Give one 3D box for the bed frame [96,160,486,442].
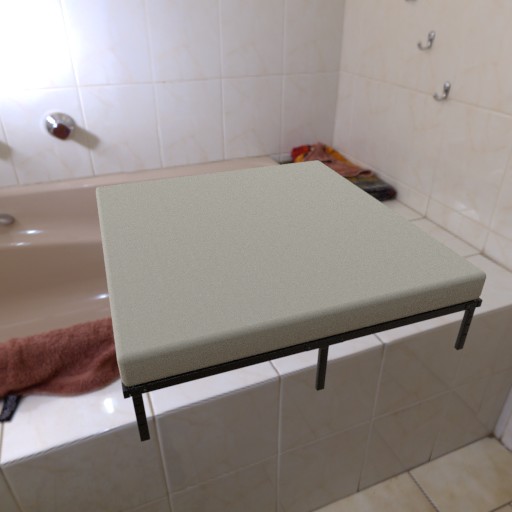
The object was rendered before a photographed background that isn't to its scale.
[{"bbox_3d":[0.000,0.000,3.932,2.526,0.680,2.635,-10,32,-17],"label":"bed frame"}]
